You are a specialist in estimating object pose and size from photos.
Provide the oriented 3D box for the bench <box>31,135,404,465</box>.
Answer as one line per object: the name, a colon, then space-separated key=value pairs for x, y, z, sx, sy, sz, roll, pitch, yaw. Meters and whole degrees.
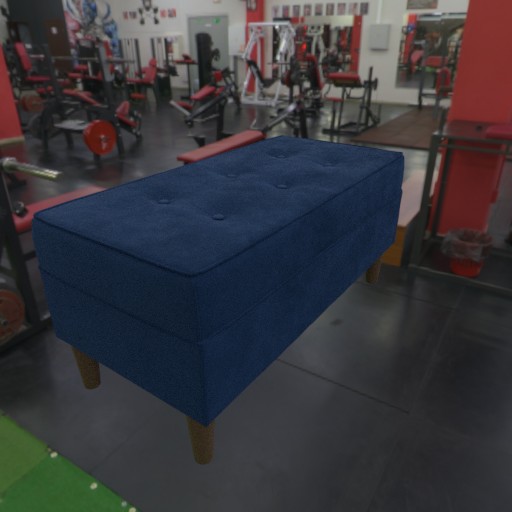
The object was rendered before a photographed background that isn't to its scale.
bench: x=0.000 y=0.000 z=1.263 sx=0.489 sy=0.467 sz=1.010 roll=18 pitch=32 yaw=31
